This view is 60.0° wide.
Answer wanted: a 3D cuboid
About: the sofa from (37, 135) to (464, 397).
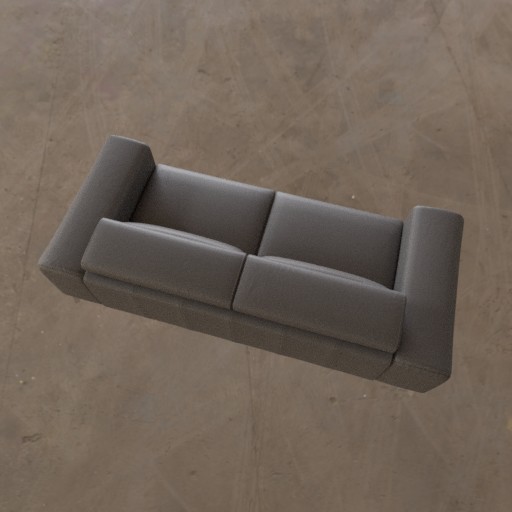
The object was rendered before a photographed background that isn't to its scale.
[{"bbox_3d":[0.000,0.000,2.740,2.321,0.759,1.023,14,64,7],"label":"sofa"}]
